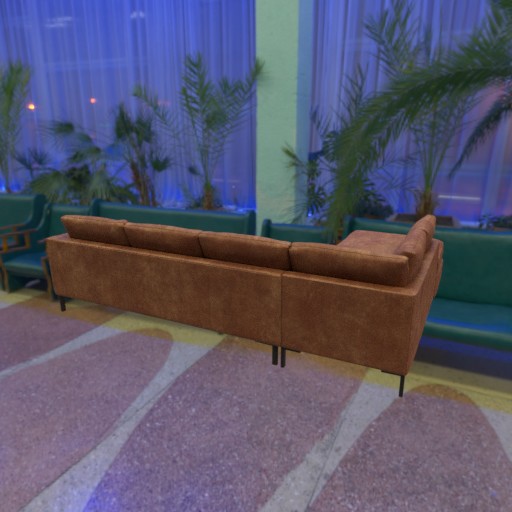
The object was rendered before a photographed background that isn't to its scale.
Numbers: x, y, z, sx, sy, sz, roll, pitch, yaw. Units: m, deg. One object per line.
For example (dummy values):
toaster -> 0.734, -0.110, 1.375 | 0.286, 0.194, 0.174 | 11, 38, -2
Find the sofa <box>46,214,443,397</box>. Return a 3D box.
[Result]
sofa -> 0.000, 0.000, 3.953 | 2.984, 0.877, 1.938 | 8, 19, 25
